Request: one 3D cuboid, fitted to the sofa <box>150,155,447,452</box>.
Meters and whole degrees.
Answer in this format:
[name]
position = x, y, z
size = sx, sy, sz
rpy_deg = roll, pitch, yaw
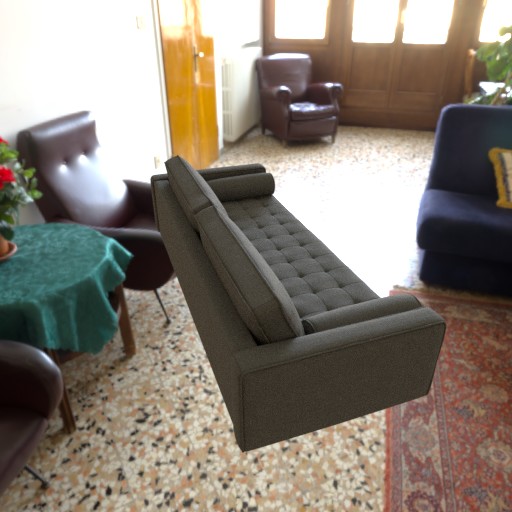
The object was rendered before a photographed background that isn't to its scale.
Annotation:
[sofa]
position = 0.000, 0.000, 2.647
size = 0.914, 0.762, 2.198
rpy_deg = -10, 31, -17
